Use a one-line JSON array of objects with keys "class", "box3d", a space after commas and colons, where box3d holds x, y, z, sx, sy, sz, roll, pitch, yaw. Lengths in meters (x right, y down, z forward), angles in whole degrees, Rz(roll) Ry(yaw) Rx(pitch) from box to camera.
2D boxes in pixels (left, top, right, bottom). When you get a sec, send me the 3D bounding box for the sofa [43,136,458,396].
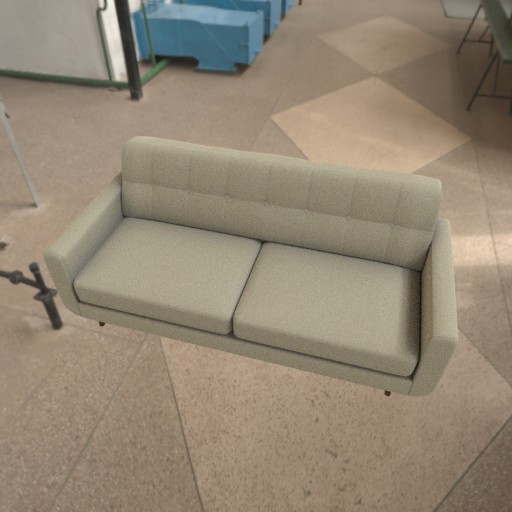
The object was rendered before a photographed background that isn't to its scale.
[{"class": "sofa", "box3d": [0.000, 0.000, 2.607, 2.137, 0.892, 0.980, 11, 43, 12]}]
